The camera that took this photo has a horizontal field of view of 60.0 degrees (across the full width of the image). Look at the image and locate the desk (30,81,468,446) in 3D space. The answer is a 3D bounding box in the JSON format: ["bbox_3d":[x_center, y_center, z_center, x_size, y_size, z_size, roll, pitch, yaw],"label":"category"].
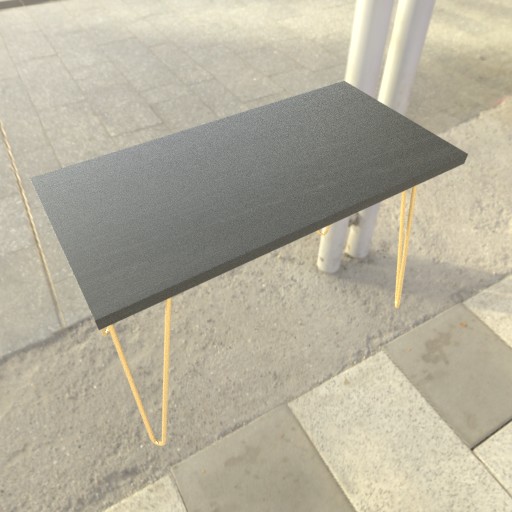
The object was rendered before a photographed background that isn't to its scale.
[{"bbox_3d":[0.000,0.000,1.356,0.991,0.660,0.499,-24,51,-21],"label":"desk"}]
